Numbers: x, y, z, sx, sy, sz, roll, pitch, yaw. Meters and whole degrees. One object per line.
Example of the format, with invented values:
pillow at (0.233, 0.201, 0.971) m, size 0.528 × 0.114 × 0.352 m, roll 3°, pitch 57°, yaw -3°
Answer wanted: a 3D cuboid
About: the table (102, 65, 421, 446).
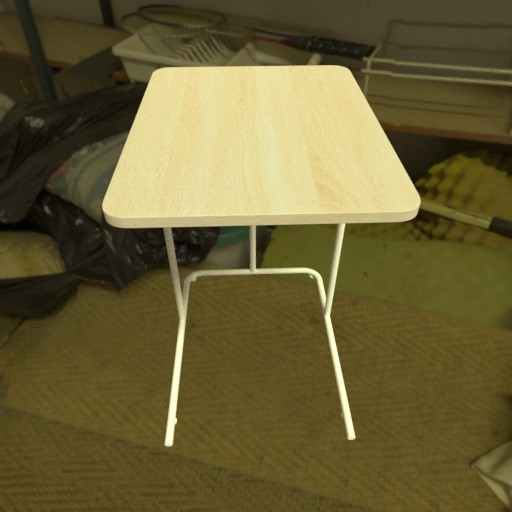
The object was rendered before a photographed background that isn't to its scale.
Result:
table at (0.000, 0.000, 0.855) m, size 0.370 × 0.550 × 0.480 m, roll -1°, pitch 42°, yaw -2°
